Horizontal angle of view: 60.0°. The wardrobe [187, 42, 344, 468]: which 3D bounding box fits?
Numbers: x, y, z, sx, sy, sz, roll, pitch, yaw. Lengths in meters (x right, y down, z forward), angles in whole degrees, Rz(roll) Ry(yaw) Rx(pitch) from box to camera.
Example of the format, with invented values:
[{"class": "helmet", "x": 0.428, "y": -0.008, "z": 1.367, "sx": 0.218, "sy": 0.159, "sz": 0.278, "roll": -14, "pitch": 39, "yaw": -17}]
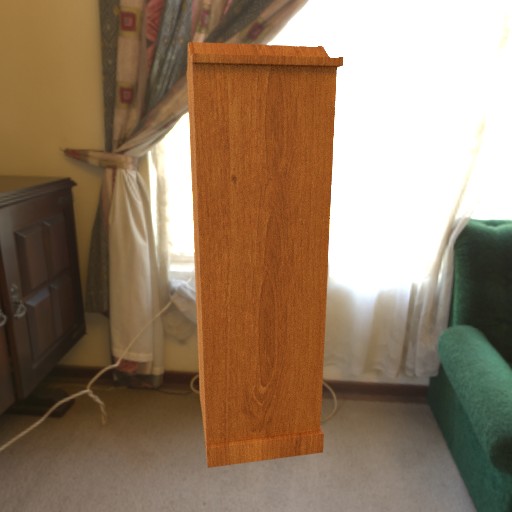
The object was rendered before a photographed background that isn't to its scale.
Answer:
[{"class": "wardrobe", "x": 0.000, "y": 0.000, "z": 2.141, "sx": 0.570, "sy": 1.870, "sz": 0.590, "roll": -3, "pitch": 17, "yaw": -10}]
